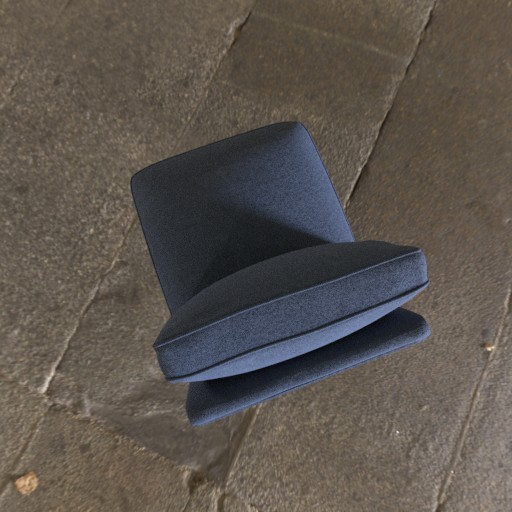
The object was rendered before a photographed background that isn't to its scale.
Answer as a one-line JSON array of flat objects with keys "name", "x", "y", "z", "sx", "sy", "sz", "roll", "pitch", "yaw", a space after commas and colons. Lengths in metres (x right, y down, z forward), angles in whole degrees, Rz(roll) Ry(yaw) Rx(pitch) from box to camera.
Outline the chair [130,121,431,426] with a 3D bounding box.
[{"name": "chair", "x": 0.000, "y": 0.000, "z": 1.621, "sx": 0.724, "sy": 1.052, "sz": 0.912, "roll": -20, "pitch": 78, "yaw": -4}]
